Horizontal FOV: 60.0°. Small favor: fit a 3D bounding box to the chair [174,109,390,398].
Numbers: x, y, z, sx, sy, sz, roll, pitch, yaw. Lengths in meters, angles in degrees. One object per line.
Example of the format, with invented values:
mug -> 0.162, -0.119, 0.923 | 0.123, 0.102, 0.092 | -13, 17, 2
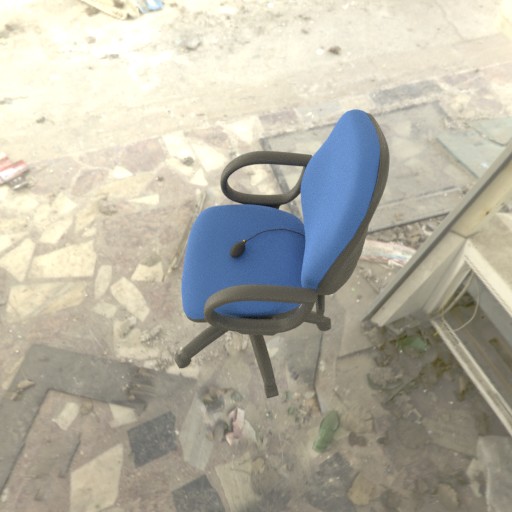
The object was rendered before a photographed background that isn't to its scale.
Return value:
chair -> 0.000, 0.000, 1.251 | 0.549, 0.905, 0.552 | 2, 57, 2
